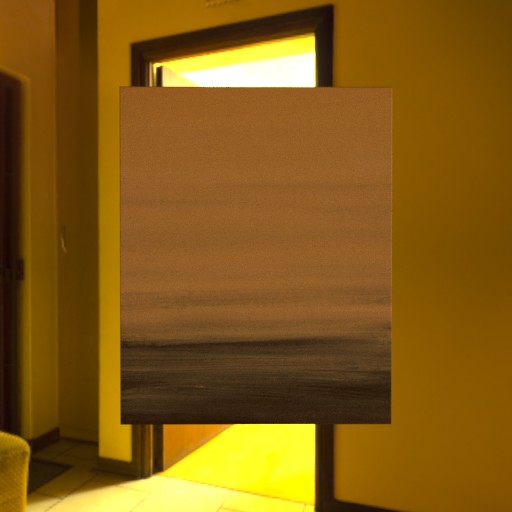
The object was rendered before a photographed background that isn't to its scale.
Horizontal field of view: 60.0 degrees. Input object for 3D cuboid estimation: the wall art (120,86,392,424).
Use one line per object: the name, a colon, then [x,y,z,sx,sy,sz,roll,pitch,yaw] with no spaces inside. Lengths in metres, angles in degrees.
wall art: [0.000,0.000,0.818,0.489,0.608,0.040,0,1,0]
